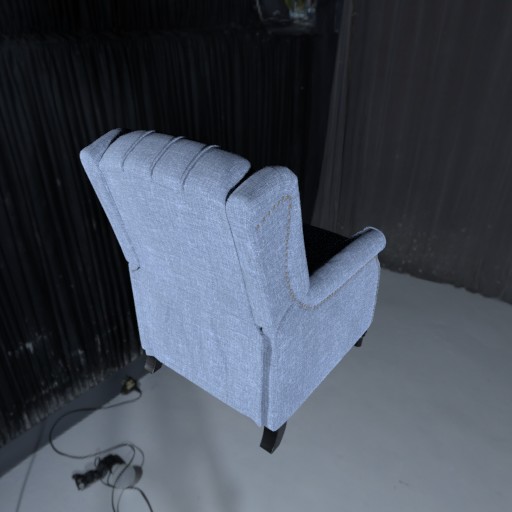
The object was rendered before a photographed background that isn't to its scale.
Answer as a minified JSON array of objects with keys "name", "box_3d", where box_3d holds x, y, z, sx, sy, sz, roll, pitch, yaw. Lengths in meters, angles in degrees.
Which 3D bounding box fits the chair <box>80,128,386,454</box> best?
[{"name":"chair","box_3d":[0.000,0.000,1.670,0.742,1.035,0.898,21,36,32]}]
